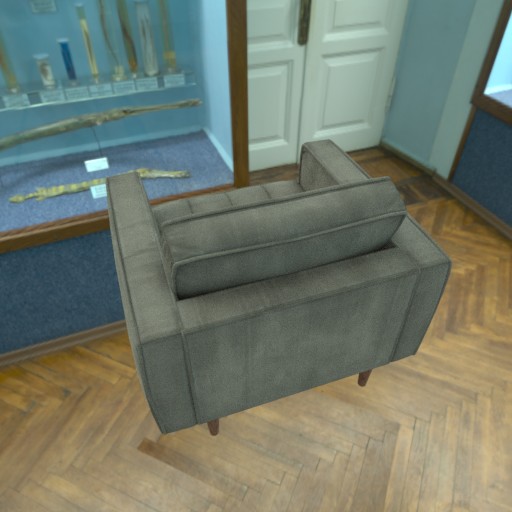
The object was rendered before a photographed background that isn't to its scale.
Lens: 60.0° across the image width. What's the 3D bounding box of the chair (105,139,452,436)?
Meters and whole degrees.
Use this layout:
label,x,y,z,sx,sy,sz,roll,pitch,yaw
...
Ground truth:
label,x,y,z,sx,sy,sz,roll,pitch,yaw
chair,0.000,0.000,1.541,0.928,0.773,0.843,-13,43,-14
